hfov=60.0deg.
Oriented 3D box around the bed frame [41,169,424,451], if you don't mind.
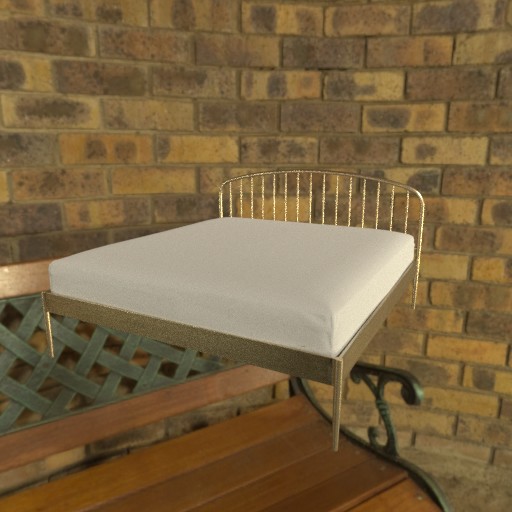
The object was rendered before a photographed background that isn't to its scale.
[{"bbox_3d":[0.000,0.000,3.291,2.016,1.174,2.152,7,16,28],"label":"bed frame"}]
